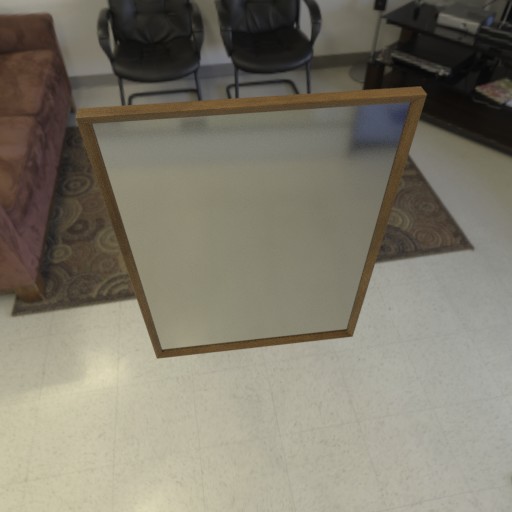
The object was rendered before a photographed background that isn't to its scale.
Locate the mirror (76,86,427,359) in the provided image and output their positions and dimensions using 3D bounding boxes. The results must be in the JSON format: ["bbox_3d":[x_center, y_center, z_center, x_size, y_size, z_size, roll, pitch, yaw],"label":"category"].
[{"bbox_3d":[0.000,0.000,1.346,0.762,1.016,0.041,-5,48,-5],"label":"mirror"}]
